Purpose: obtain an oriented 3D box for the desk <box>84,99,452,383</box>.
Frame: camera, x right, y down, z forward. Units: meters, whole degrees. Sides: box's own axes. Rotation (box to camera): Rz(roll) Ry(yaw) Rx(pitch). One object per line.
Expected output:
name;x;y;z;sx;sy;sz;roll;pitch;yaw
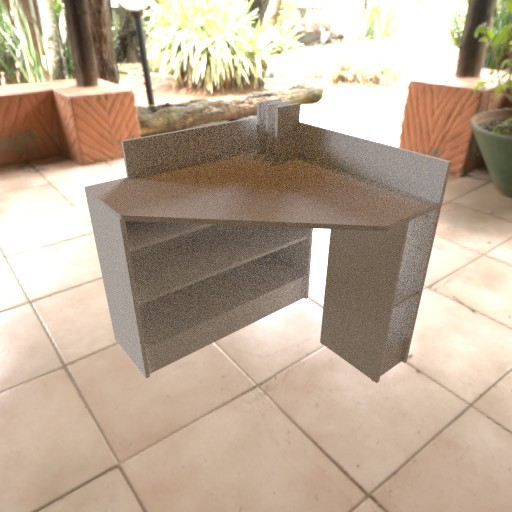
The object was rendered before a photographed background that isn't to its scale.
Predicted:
desk;0.000;0.000;1.765;0.940;0.986;0.940;-21;36;-33
